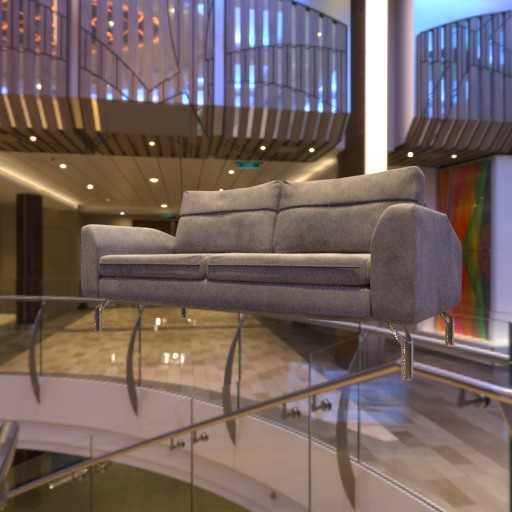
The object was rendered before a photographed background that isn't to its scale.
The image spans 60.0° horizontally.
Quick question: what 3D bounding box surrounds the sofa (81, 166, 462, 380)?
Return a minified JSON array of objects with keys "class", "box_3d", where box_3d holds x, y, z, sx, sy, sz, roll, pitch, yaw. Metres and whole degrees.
[{"class":"sofa","box_3d":[0.000,0.000,2.302,1.837,0.859,0.849,0,0,35]}]
